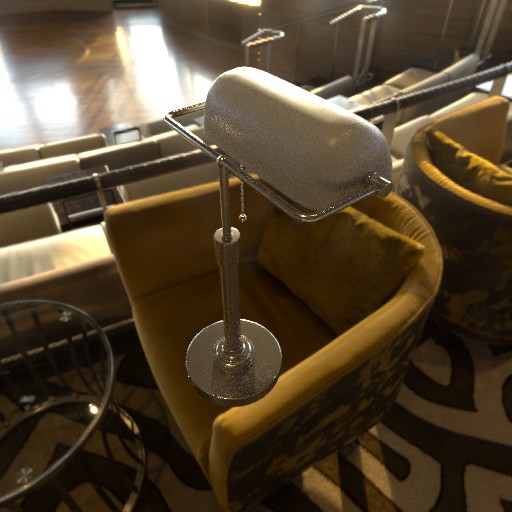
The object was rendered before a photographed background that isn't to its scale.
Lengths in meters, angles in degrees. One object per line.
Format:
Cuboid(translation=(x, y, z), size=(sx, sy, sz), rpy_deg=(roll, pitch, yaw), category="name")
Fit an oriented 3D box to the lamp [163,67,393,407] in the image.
Cuboid(translation=(0.000, 0.000, 0.564), size=(0.227, 0.404, 0.269), rpy_deg=(-27, 48, -26), category="lamp")
